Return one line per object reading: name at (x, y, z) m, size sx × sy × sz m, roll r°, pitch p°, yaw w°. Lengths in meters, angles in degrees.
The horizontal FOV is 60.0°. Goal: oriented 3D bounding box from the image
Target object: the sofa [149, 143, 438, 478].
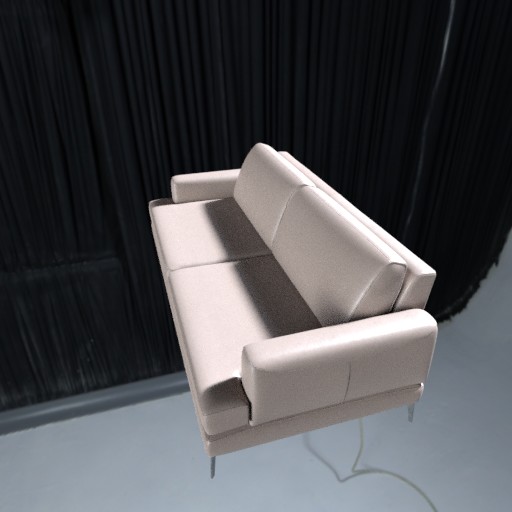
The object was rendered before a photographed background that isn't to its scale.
sofa at (0.000, 0.000, 2.392) m, size 0.974 × 0.765 × 1.940 m, roll -9°, pitch 31°, yaw -15°
